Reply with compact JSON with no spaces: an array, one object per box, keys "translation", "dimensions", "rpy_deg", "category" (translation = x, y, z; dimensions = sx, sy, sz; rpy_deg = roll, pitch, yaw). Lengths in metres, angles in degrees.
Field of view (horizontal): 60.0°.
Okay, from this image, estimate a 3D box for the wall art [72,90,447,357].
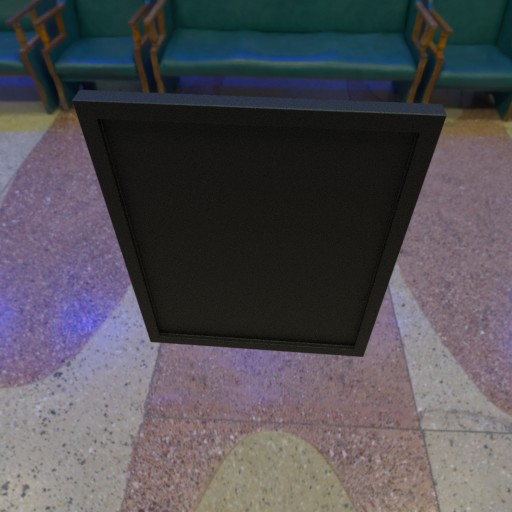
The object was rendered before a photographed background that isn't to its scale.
[{"translation":[0.000,0.000,0.751],"dimensions":[0.457,0.559,0.028],"rpy_deg":[3,47,3],"category":"wall art"}]
